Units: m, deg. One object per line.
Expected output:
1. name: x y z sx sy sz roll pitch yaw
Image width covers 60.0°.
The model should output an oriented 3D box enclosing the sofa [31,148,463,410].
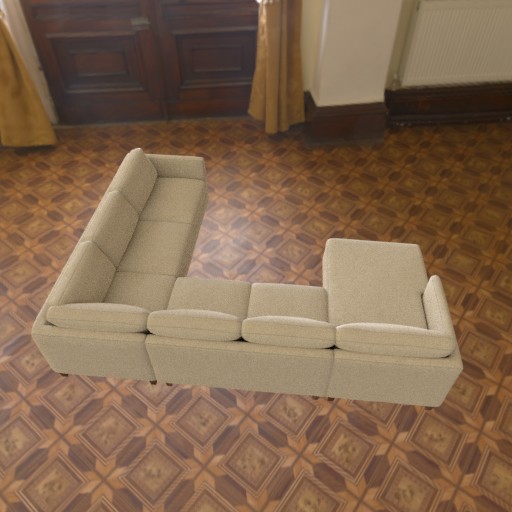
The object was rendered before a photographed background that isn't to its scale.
1. sofa: 0.000 0.000 4.301 3.238 0.853 2.551 4 45 4
